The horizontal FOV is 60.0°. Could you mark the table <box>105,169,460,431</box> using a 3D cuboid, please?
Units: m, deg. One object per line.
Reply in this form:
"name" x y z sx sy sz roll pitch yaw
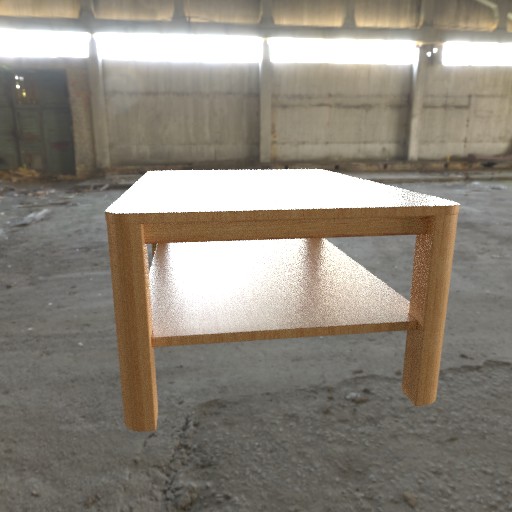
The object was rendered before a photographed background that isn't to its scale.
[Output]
"table" 0.000 0.000 1.353 0.696 0.445 0.997 -2 15 -8
